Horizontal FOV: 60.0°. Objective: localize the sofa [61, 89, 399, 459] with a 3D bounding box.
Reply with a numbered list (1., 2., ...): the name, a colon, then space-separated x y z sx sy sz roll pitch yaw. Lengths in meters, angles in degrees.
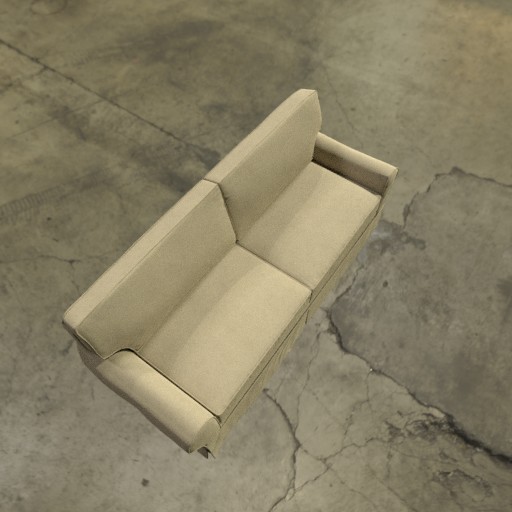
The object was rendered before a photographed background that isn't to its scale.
1. sofa: 0.000 0.000 2.776 0.900 1.014 2.246 31 63 18
